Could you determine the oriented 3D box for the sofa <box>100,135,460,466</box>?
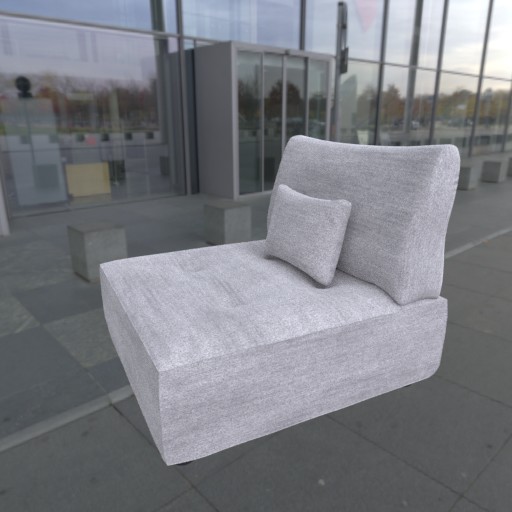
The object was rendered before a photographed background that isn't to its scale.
[{"bbox_3d":[0.000,0.000,1.639,1.000,0.820,0.930,-9,19,-26],"label":"sofa"}]
